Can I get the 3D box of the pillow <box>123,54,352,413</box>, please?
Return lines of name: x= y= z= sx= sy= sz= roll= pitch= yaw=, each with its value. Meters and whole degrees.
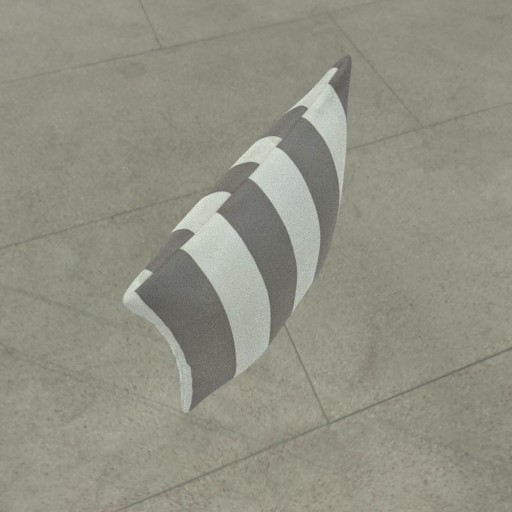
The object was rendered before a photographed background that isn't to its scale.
pillow: x=0.000 y=0.000 z=0.796 sx=0.192 sy=0.507 sz=0.522 roll=30 pitch=63 yaw=17
